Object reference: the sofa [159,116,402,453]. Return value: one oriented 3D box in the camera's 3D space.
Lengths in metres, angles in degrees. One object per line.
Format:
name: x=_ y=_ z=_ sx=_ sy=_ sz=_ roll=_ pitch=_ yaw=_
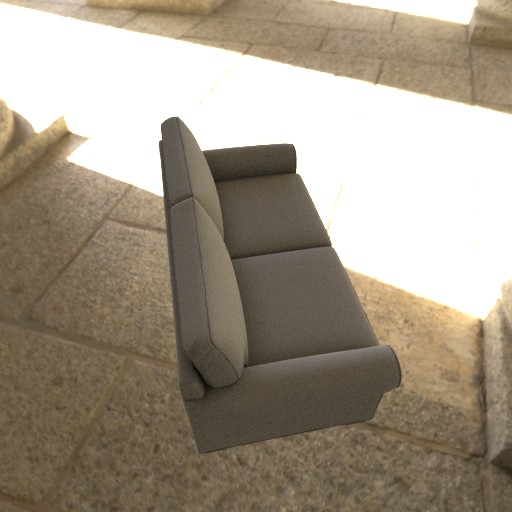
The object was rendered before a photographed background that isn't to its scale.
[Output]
sofa: x=0.000 y=0.000 z=2.505 sx=0.940 sy=0.952 sz=1.930 roll=-8 pitch=46 yaw=-8
